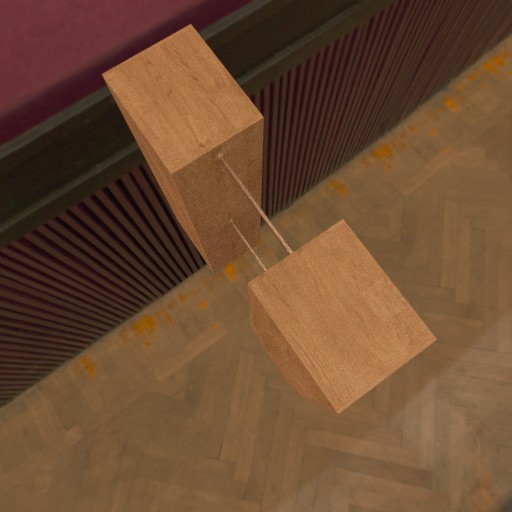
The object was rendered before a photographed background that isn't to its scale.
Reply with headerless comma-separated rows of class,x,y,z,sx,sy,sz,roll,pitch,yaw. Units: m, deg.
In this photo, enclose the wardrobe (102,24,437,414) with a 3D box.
wardrobe,0.000,0.000,2.829,0.480,2.000,1.770,-34,78,-8
